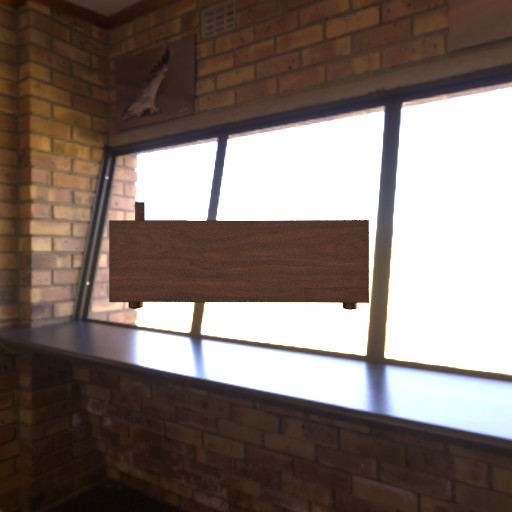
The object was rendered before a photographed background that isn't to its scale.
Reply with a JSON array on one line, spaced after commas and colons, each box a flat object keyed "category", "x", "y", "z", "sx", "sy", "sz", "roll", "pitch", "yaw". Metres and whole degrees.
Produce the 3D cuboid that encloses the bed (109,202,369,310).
[{"category": "bed", "x": 0.000, "y": 0.000, "z": 2.326, "sx": 0.787, "sy": 0.326, "sz": 2.057, "roll": 0, "pitch": 0, "yaw": 2}]
